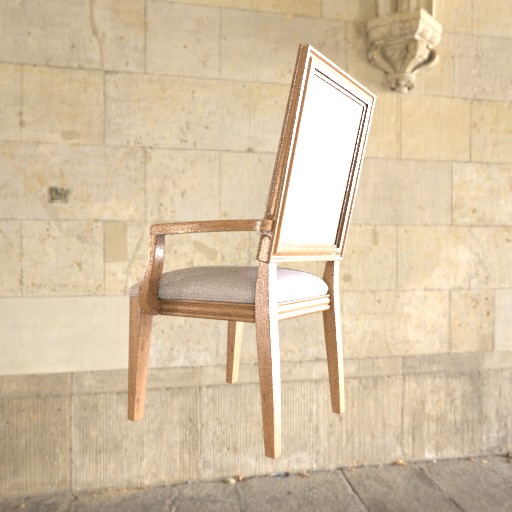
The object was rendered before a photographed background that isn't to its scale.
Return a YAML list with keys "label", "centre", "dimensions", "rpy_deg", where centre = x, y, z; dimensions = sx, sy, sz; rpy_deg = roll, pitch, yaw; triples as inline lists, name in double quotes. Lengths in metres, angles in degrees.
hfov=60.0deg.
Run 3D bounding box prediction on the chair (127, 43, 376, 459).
- label: "chair"
  centre: [0.000, 0.000, 1.362]
  dimensions: [0.602, 0.990, 0.606]
  rpy_deg: [0, 1, 36]
